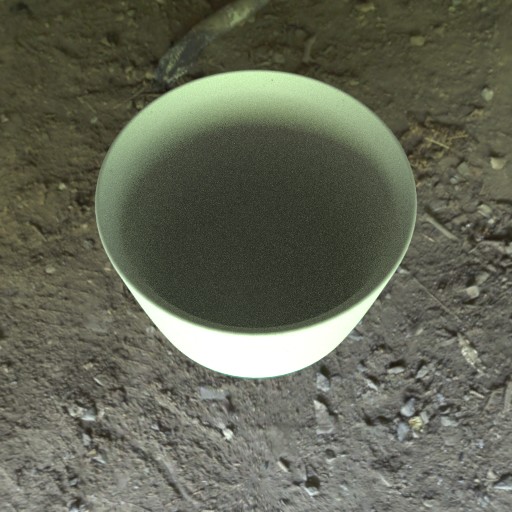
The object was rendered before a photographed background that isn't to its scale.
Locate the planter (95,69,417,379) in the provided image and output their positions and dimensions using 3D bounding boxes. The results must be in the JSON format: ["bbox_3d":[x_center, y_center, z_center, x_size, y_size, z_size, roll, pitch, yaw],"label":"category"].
[{"bbox_3d":[0.000,0.000,0.379,0.204,0.214,0.204,0,64,0],"label":"planter"}]
